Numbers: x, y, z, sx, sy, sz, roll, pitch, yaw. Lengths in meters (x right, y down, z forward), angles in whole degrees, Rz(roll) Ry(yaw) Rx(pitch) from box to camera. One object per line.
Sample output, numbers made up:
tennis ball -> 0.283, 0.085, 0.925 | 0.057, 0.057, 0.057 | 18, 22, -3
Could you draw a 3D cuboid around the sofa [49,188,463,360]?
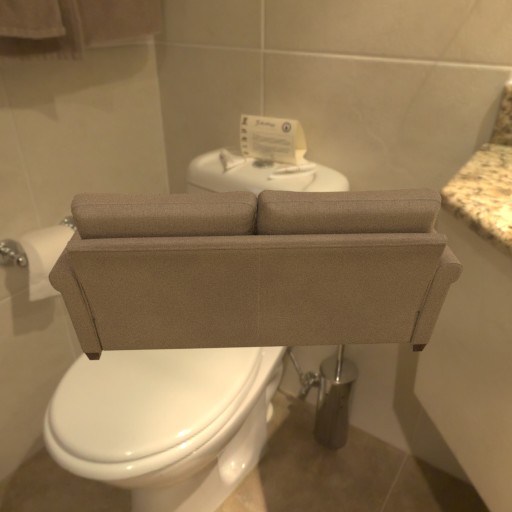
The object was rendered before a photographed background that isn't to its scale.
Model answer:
sofa -> 0.000, 0.000, 2.393 | 1.935, 0.942, 0.842 | -1, 30, -2
